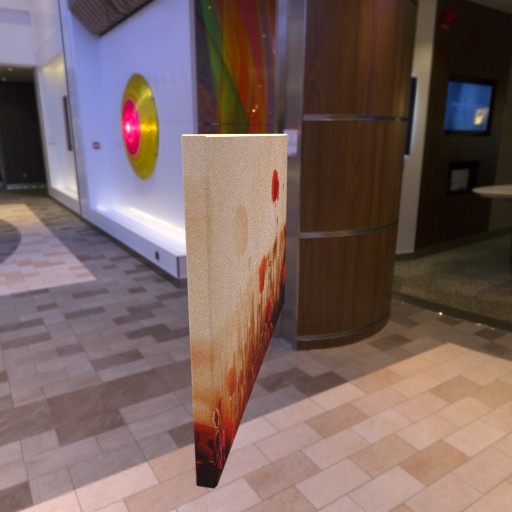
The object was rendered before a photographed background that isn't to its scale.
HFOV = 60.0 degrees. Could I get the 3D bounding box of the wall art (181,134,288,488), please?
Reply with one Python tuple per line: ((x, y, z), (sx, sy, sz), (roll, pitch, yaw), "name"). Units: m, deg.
((0.000, 0.000, 1.137), (0.038, 0.602, 0.918), (3, 16, 11), "wall art")
